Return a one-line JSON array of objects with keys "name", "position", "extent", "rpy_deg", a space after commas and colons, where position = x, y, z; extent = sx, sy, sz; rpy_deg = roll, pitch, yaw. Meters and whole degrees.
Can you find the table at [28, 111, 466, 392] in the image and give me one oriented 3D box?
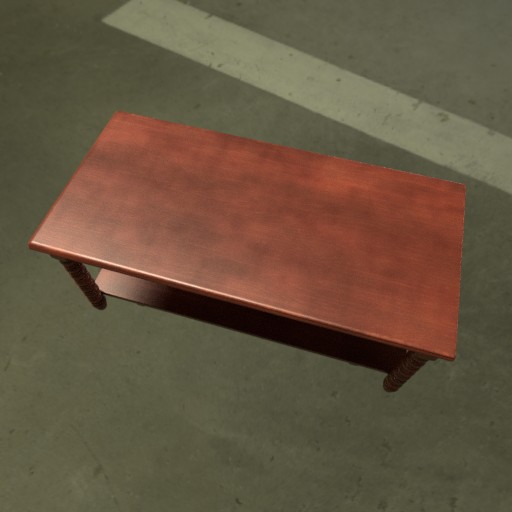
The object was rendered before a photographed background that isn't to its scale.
[{"name": "table", "position": [0.000, 0.000, 1.497], "extent": [1.171, 0.485, 0.580], "rpy_deg": [14, 60, 8]}]
